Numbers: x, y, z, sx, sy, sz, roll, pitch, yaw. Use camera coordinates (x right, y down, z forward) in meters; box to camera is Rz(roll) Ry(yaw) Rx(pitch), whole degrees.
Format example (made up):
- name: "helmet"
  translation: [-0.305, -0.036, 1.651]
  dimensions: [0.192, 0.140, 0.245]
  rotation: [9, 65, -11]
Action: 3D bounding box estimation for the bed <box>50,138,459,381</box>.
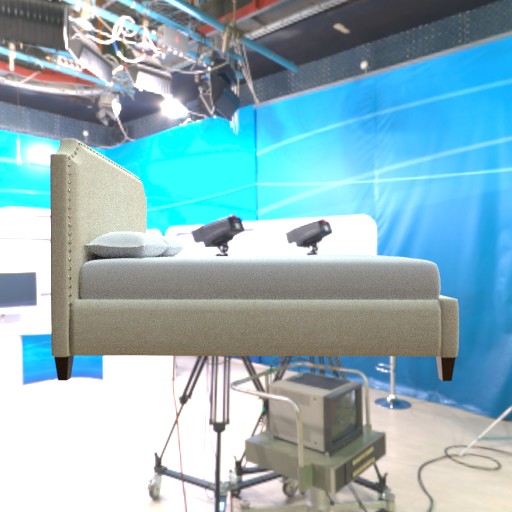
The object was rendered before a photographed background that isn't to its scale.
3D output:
- name: "bed"
  translation: [0.000, 0.000, 3.415]
  dimensions: [2.381, 1.457, 1.713]
  rotation: [0, 1, 0]
